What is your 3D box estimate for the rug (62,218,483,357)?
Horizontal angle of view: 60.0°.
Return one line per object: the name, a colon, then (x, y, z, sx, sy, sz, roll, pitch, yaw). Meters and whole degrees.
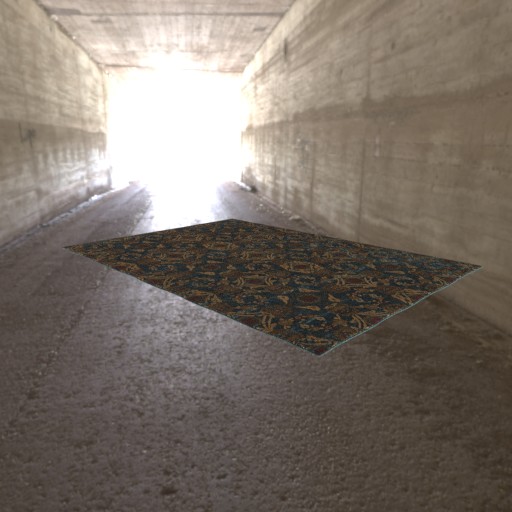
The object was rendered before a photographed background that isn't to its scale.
rug: (0.000, 0.000, 4.209, 2.337, 0.013, 3.291, -14, 21, -43)
